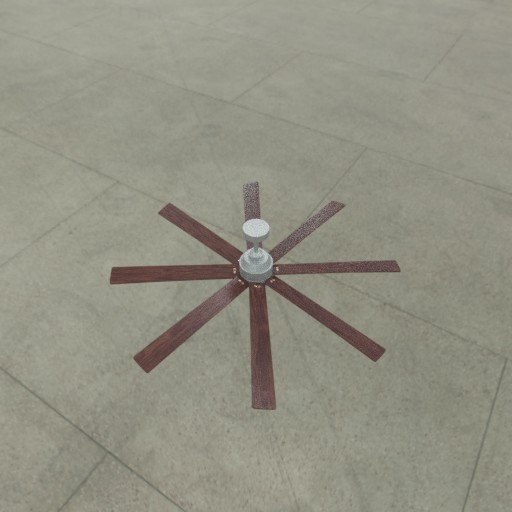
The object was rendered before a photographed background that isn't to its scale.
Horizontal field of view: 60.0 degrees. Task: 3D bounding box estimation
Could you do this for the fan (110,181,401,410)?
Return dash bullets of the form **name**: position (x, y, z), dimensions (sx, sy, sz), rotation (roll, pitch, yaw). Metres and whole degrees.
- **fan**: position (0.000, 0.000, 2.718), dimensions (1.830, 0.472, 1.830), rotation (-2, 46, -2)
